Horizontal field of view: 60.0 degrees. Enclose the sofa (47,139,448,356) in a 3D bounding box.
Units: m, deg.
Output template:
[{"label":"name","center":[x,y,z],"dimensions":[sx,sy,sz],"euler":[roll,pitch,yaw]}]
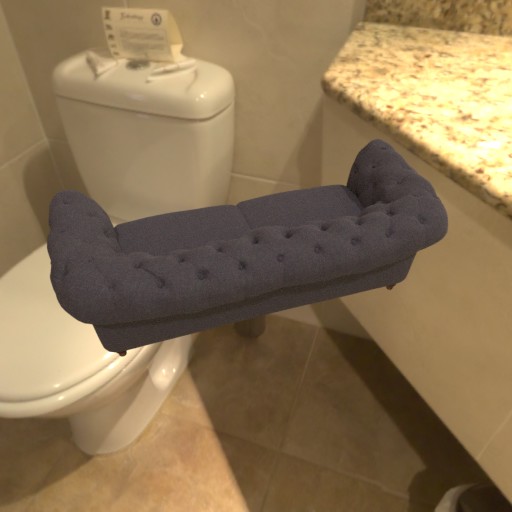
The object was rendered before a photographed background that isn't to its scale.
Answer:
[{"label":"sofa","center":[0.000,0.000,2.812],"dimensions":[2.335,0.836,1.046],"euler":[-12,44,-13]}]
